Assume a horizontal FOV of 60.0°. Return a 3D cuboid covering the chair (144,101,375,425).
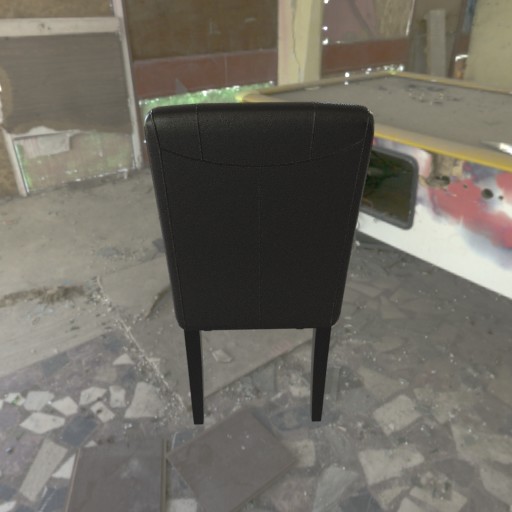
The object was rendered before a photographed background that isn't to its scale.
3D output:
[{"bbox_3d":[0.000,0.000,1.193,0.399,0.897,0.556,-1,30,-2],"label":"chair"}]
